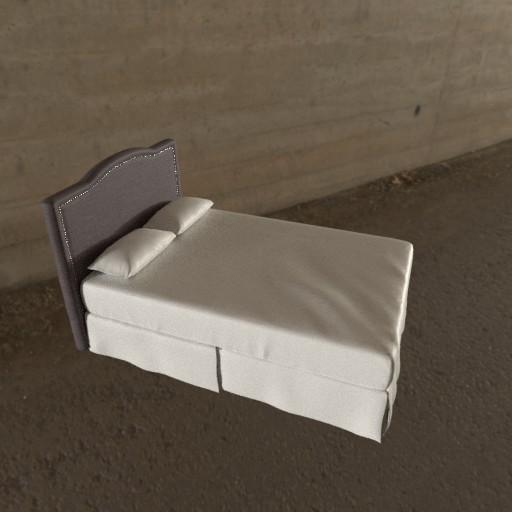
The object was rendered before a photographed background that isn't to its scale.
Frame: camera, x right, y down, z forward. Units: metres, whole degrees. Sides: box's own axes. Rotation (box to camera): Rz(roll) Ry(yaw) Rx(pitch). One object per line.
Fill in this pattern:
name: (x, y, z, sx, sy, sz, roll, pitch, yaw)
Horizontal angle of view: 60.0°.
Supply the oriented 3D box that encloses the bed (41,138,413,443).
bed: (0.000, 0.000, 3.609, 2.507, 1.441, 1.741, 11, 32, 18)
